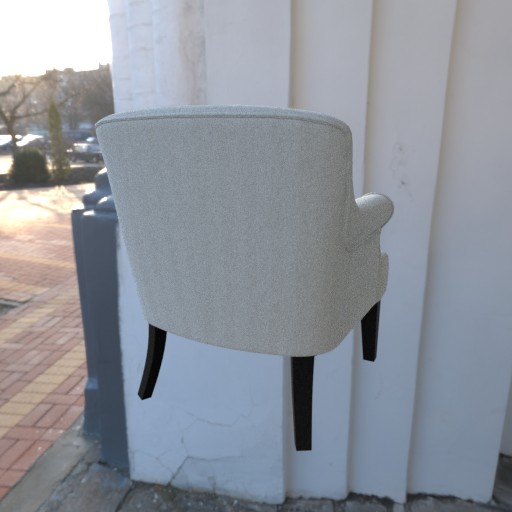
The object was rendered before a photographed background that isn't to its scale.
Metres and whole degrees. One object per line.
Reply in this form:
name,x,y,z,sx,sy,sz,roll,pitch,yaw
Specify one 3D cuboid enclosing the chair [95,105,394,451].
chair,0.000,0.000,1.422,0.781,0.875,0.750,7,16,26
